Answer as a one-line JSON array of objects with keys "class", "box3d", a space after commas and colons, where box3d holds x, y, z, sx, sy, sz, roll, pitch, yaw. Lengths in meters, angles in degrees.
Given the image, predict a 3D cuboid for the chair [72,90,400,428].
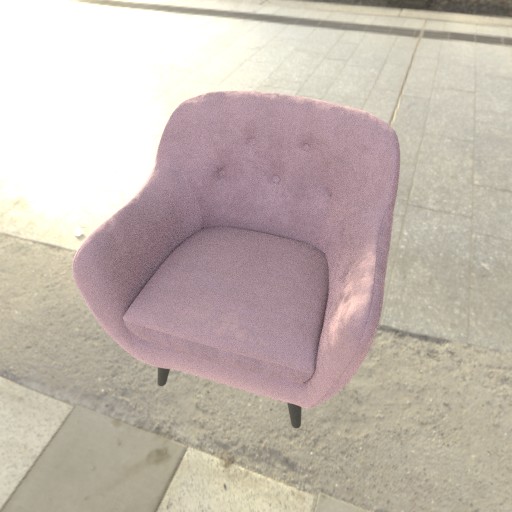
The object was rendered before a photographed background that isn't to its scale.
[{"class": "chair", "box3d": [0.000, 0.000, 1.506, 0.840, 0.820, 0.820, 13, 44, 13]}]
